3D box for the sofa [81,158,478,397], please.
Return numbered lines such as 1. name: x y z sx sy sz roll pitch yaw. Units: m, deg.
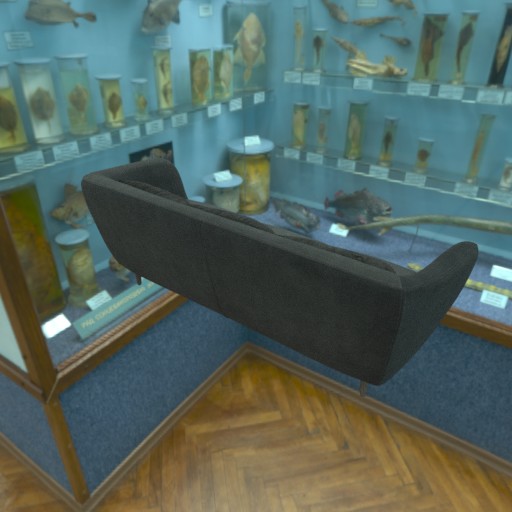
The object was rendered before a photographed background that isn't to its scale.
1. sofa: 0.000 0.000 2.702 2.296 0.875 0.956 21 36 31
